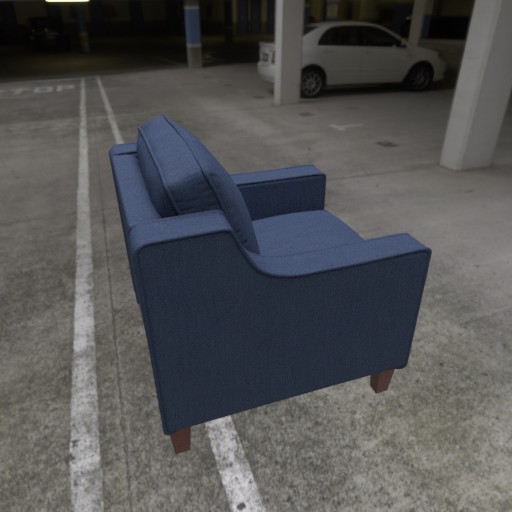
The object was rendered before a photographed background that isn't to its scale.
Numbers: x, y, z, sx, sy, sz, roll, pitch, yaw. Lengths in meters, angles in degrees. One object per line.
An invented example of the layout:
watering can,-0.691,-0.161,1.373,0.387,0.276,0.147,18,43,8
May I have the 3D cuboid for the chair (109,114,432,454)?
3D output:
chair,0.000,0.000,1.664,0.909,0.960,0.831,-10,32,-17
